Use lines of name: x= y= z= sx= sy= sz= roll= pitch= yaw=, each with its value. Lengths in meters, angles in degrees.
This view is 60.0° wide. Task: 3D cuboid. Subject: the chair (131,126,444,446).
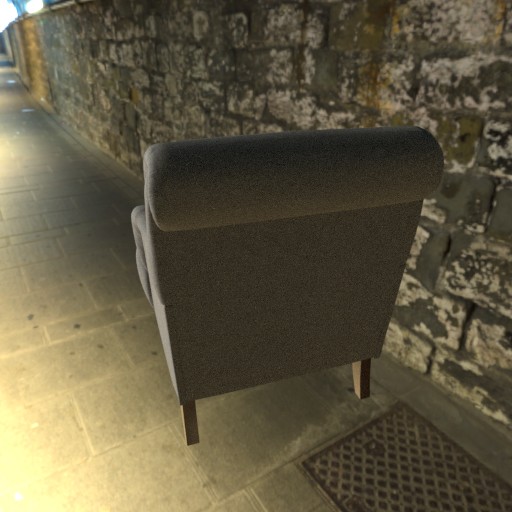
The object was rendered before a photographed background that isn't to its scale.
chair: x=0.000 y=0.000 z=1.515 sx=0.766 sy=0.942 sz=0.843 roll=-8 pitch=27 yaw=-17
